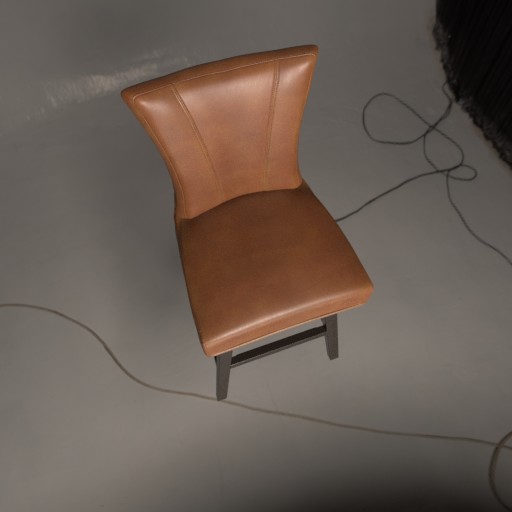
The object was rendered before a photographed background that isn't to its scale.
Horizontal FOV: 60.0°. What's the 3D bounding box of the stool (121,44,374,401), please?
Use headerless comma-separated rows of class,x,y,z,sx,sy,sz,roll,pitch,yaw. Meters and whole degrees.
stool,0.000,0.000,1.443,0.522,1.094,0.585,-17,63,-9
